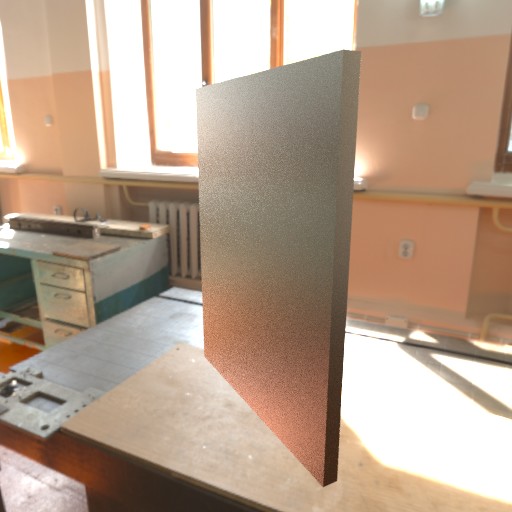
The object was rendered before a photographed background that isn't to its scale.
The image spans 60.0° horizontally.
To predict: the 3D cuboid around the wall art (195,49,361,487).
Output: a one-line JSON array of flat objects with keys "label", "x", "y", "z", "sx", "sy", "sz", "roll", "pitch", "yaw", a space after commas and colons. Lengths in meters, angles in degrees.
[{"label": "wall art", "x": 0.000, "y": 0.000, "z": 0.747, "sx": 0.025, "sy": 0.569, "sz": 0.444, "roll": -8, "pitch": 17, "yaw": -27}]
